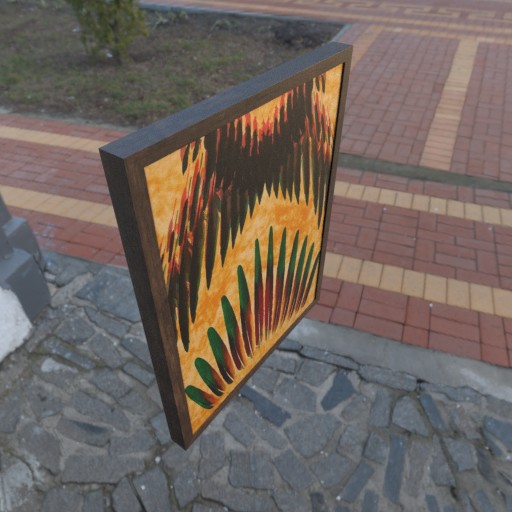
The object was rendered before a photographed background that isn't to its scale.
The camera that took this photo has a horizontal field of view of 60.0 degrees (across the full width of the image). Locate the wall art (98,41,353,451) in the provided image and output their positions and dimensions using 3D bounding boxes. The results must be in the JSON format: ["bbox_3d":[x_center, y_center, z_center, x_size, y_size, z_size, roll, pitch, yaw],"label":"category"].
[{"bbox_3d":[0.000,0.000,0.531,0.027,0.406,0.329,26,47,27],"label":"wall art"}]
